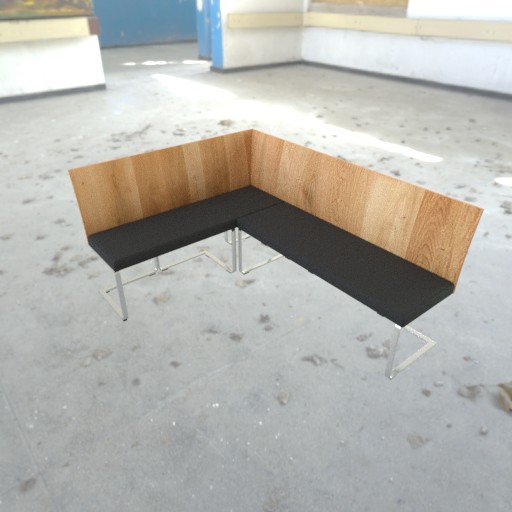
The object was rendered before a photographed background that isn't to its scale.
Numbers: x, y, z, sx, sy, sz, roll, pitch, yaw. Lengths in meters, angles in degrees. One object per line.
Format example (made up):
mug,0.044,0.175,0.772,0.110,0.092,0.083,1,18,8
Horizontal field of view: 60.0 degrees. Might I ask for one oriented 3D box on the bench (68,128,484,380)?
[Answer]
bench,0.000,0.000,2.802,1.495,0.930,1.945,-23,38,-32
